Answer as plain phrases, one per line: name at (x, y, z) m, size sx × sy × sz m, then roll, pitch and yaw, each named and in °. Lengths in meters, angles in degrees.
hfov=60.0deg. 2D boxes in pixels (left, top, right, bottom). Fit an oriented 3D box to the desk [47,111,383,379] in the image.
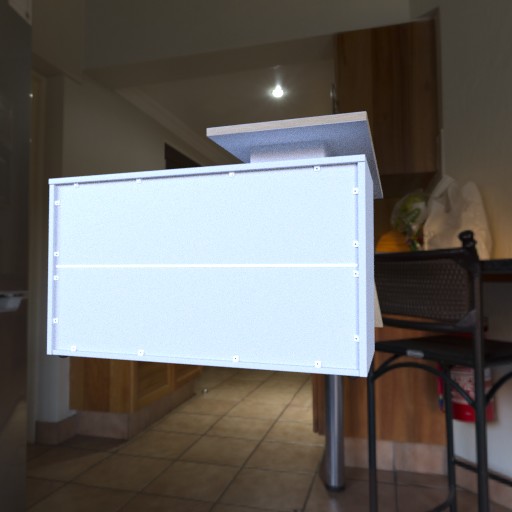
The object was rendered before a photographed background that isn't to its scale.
desk at (0.000, 0.000, 2.063) m, size 1.098 × 0.755 × 1.404 m, roll -1°, pitch -2°, yaw 18°
